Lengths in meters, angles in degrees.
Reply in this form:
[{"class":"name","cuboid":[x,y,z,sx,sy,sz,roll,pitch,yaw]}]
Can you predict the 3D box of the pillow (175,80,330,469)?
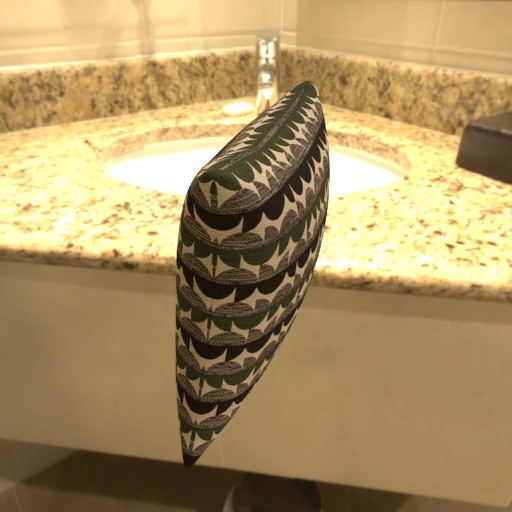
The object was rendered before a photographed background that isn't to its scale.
[{"class":"pillow","cuboid":[0.000,0.000,0.624,0.180,0.404,0.419,9,33,14]}]
